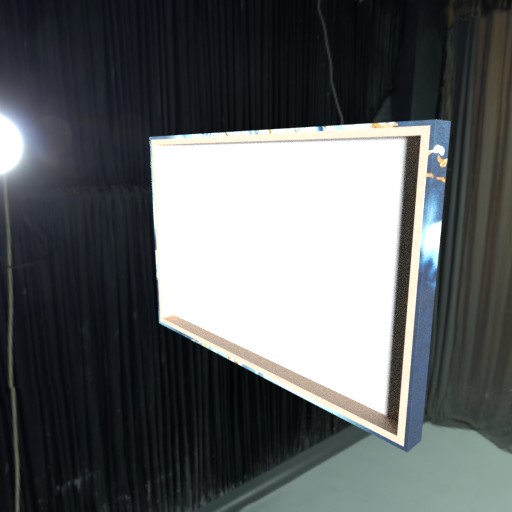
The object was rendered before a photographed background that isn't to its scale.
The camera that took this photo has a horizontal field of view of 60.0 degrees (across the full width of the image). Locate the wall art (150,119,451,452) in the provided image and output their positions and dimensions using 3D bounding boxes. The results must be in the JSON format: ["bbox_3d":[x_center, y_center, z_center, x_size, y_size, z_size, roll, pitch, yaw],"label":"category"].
[{"bbox_3d":[0.000,0.000,0.748,0.036,0.405,0.607,-11,17,-41],"label":"wall art"}]
